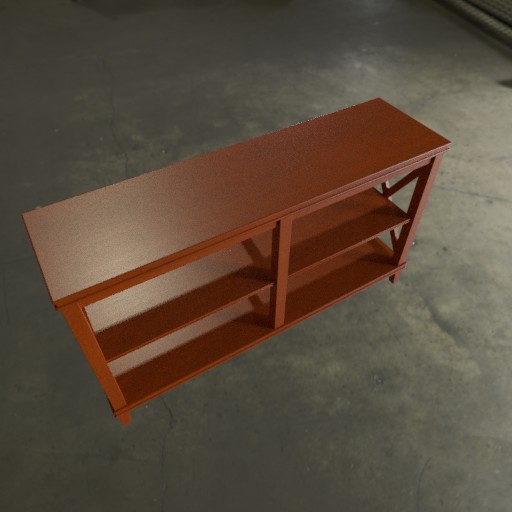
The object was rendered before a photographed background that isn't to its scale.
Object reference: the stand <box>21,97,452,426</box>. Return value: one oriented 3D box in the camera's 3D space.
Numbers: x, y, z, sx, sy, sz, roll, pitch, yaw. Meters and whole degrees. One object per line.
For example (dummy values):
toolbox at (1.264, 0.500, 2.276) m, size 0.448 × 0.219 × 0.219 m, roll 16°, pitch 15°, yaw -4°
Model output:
stand at (0.000, 0.000, 1.697) m, size 1.372 × 0.762 × 0.381 m, roll -24°, pitch 51°, yaw -21°
